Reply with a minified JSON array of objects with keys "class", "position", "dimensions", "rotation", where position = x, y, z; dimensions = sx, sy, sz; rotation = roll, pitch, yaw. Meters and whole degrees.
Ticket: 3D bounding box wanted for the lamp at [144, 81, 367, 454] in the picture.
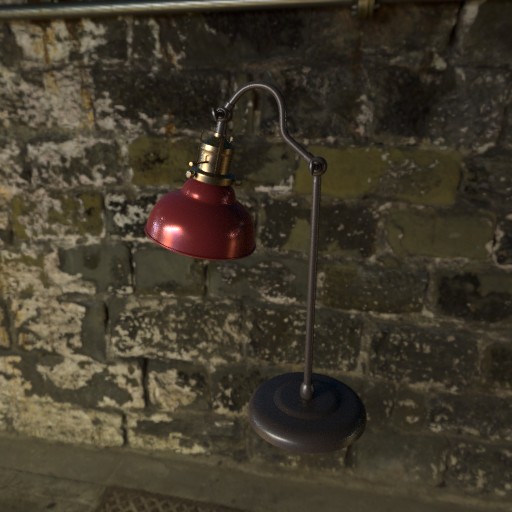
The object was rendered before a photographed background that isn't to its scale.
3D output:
[{"class":"lamp","position":[0.000,0.000,0.689],"dimensions":[0.374,0.508,0.192],"rotation":[8,18,24]}]
